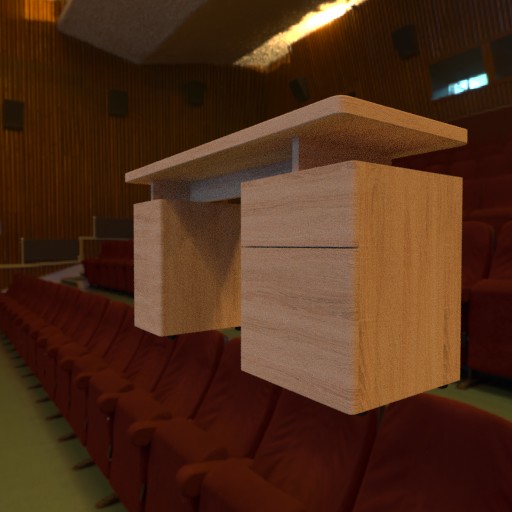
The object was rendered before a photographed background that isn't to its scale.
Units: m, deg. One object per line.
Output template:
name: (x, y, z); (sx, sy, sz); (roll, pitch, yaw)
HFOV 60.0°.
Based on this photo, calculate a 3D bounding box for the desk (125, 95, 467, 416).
desk: (0.000, 0.000, 1.720); (0.550, 0.760, 1.400); (-1, 2, -36)
